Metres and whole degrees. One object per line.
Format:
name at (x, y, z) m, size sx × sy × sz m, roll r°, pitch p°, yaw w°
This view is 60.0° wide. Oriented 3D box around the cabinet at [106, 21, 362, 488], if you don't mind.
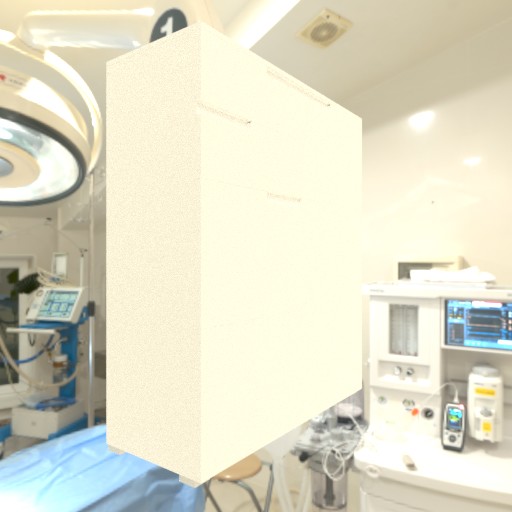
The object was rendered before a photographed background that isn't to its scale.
cabinet at (0.000, 0.000, 1.641) m, size 0.400 × 1.190 × 1.000 m, roll 0°, pitch 0°, yaw 37°
